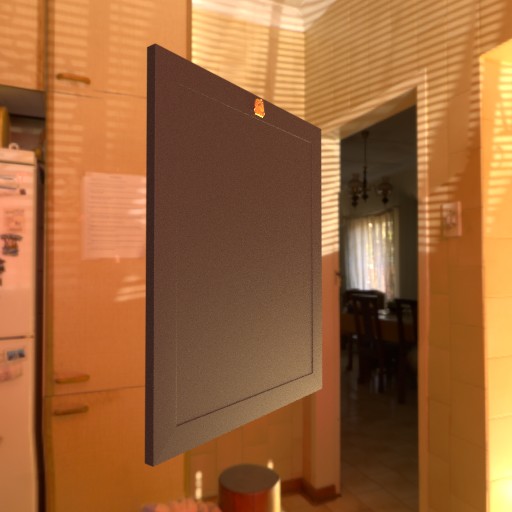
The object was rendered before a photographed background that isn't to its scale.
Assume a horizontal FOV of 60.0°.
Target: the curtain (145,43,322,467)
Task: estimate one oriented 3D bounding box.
[{"bbox_3d":[0.000,0.000,0.809,0.027,0.585,0.483,-1,-2,37],"label":"curtain"}]
